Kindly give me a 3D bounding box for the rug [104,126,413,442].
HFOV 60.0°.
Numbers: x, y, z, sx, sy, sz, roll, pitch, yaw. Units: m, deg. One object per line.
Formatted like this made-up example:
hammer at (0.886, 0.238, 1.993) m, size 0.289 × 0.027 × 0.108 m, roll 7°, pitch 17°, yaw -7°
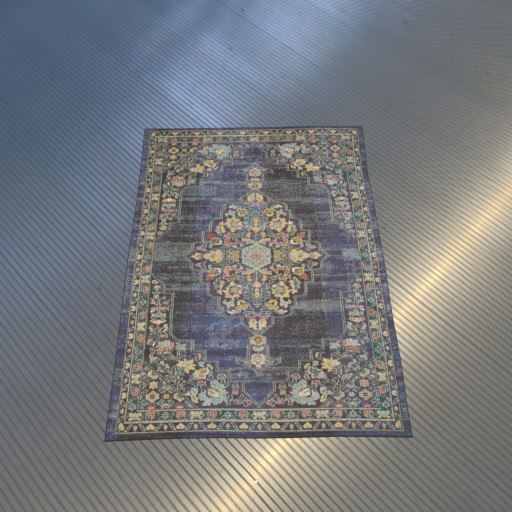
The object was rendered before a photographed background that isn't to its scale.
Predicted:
rug at (0.000, 0.000, 4.692) m, size 2.716 × 0.035 × 3.612 m, roll -1°, pitch 63°, yaw 0°
